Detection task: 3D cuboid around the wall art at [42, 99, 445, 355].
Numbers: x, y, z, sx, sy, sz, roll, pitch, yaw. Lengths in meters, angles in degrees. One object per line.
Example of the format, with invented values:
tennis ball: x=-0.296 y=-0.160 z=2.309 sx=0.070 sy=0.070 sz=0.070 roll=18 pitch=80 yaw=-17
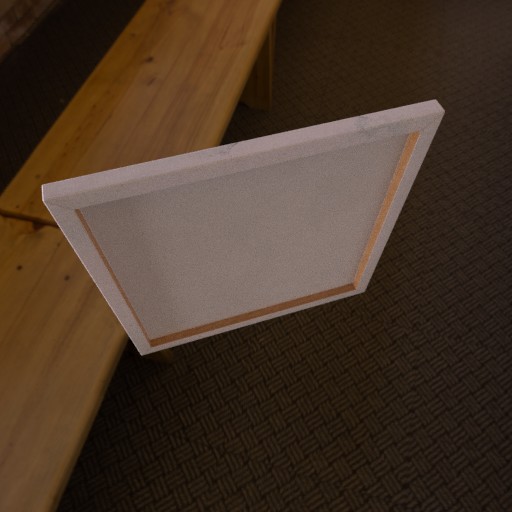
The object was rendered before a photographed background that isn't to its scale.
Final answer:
wall art: x=0.000 y=0.000 z=1.136 sx=0.762 sy=0.762 sz=0.038 roll=-15 pitch=59 yaw=-9
